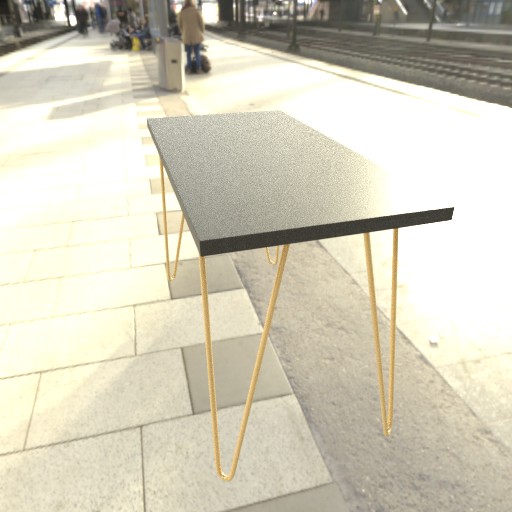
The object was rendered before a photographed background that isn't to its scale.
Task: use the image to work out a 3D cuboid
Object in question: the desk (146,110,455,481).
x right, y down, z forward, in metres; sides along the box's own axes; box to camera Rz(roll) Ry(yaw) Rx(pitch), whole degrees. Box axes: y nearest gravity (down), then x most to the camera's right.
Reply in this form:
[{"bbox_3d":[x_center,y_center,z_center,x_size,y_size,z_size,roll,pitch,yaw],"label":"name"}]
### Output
[{"bbox_3d":[0.000,0.000,1.364,0.499,0.660,0.991,-8,30,-15],"label":"desk"}]
